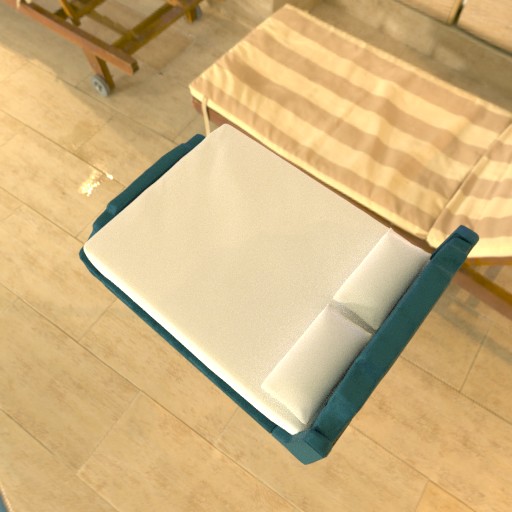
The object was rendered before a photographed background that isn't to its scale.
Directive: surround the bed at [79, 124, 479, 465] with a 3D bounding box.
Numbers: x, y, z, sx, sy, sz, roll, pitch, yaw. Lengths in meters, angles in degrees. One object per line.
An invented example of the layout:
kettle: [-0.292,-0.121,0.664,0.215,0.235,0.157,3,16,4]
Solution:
bed: [0.000,0.000,3.262,2.322,1.338,1.678,37,69,17]
